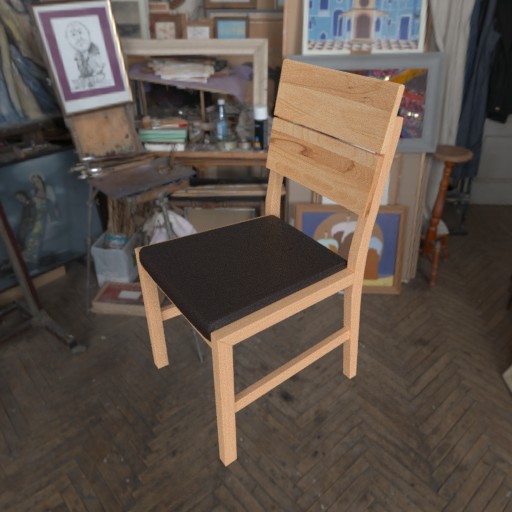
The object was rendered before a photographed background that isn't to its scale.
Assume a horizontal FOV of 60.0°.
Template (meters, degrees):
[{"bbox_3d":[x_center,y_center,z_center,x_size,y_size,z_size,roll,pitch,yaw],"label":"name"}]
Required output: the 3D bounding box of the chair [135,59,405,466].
[{"bbox_3d":[0.000,0.000,1.276,0.560,0.950,0.475,-21,38,-29],"label":"chair"}]
